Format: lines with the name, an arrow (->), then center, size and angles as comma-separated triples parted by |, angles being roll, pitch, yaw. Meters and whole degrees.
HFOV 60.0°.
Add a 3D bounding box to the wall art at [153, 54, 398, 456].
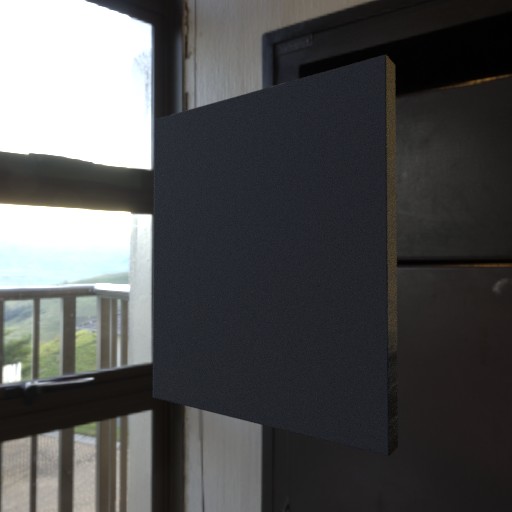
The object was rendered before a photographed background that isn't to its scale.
wall art -> 0.000, 0.000, 0.703 | 0.435, 0.511, 0.037 | -1, -2, 35
